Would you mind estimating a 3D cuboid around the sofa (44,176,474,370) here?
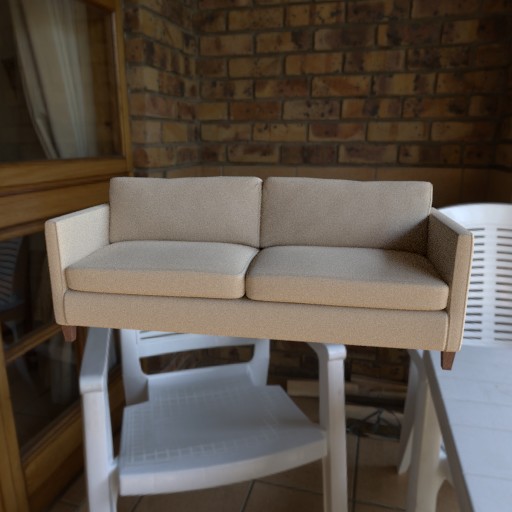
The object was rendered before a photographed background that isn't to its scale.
[{"bbox_3d":[0.000,0.000,2.858,2.361,0.968,0.951,2,15,9],"label":"sofa"}]
